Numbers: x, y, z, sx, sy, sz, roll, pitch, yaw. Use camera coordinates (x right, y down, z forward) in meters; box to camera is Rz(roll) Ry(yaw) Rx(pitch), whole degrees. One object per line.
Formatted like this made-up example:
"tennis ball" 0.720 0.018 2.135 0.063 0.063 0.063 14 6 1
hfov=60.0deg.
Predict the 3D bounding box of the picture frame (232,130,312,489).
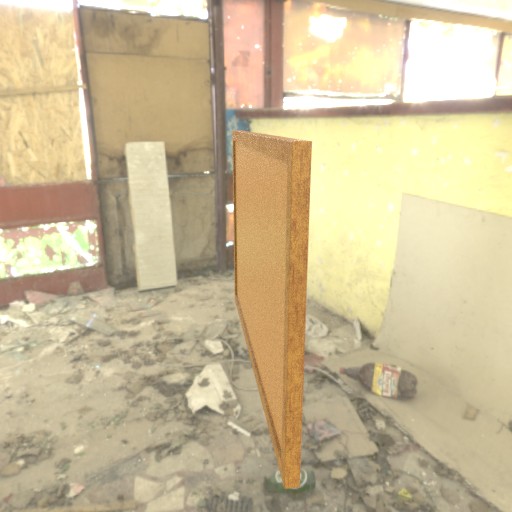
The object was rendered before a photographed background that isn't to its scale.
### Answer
"picture frame" 0.000 0.000 1.166 0.029 0.621 0.922 -2 17 -8
